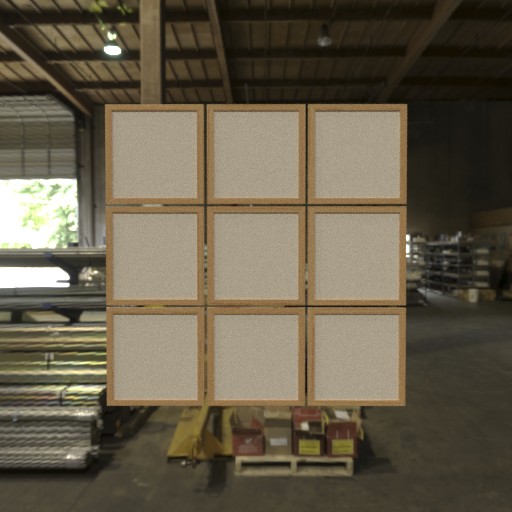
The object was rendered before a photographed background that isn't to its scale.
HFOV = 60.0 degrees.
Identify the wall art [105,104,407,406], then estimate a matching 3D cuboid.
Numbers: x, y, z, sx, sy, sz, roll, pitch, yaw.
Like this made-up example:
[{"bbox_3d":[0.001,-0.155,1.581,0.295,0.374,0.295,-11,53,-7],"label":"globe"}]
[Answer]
[{"bbox_3d":[0.000,0.000,1.798,1.214,1.219,0.013,0,1,0],"label":"wall art"}]
